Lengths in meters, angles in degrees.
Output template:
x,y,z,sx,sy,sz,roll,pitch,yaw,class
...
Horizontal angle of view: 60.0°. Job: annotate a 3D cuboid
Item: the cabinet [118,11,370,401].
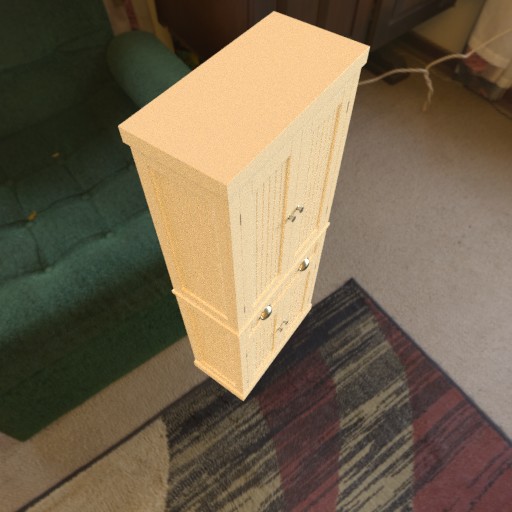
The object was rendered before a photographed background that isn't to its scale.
x,y,z,sx,sy,sz,roll,pitch,yaw,class
0.000,0.000,2.078,0.390,1.829,0.754,31,61,19,cabinet
